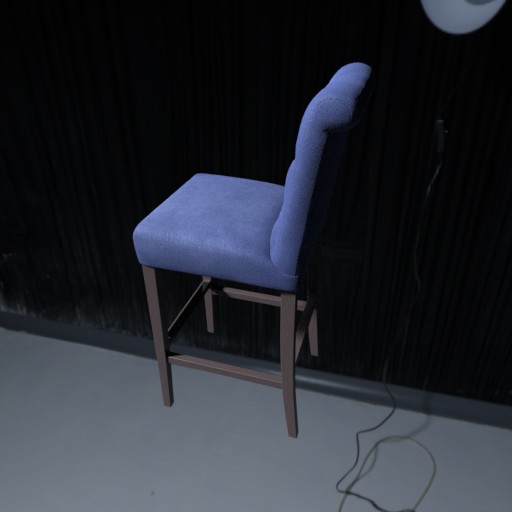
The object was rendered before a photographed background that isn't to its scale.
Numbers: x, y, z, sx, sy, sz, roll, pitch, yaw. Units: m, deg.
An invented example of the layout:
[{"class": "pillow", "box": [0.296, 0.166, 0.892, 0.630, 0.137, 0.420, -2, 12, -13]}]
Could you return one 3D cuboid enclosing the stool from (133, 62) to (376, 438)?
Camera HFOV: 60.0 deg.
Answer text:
[{"class": "stool", "box": [0.000, 0.000, 1.454, 0.601, 1.140, 0.493, 9, 33, 14]}]
